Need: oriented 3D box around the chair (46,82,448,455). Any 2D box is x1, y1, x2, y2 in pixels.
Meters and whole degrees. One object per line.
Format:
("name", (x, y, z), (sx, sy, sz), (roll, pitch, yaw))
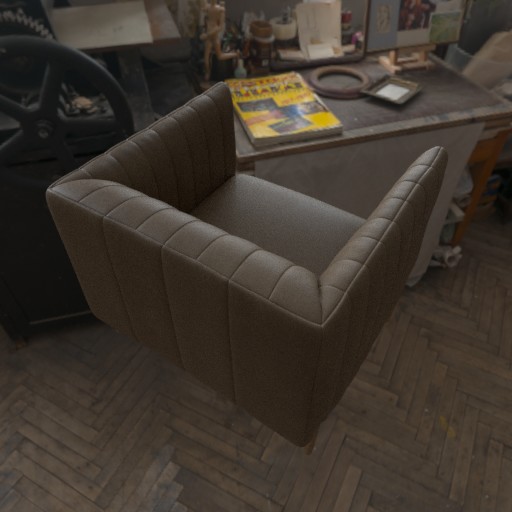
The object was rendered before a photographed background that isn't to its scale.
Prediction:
("chair", (0.000, 0.000, 1.596), (0.981, 0.779, 0.876), (25, 50, 23))
